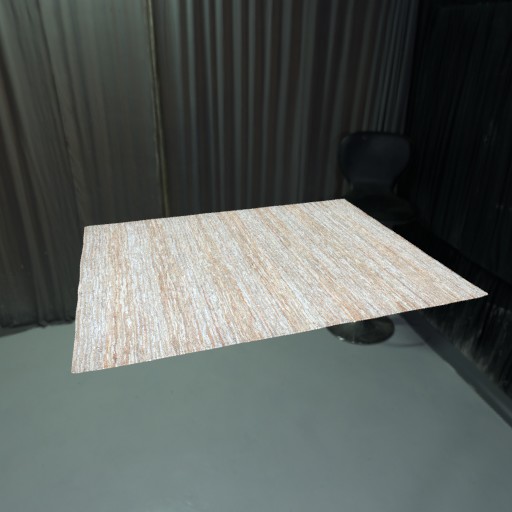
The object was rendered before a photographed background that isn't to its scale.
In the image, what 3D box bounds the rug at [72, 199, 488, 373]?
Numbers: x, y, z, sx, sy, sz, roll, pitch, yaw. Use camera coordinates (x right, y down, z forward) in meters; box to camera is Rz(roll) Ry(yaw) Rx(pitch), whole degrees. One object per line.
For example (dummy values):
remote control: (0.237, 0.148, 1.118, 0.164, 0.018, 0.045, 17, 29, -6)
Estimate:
rug: (0.000, 0.000, 3.902, 2.939, 0.009, 2.313, -8, 27, -15)
